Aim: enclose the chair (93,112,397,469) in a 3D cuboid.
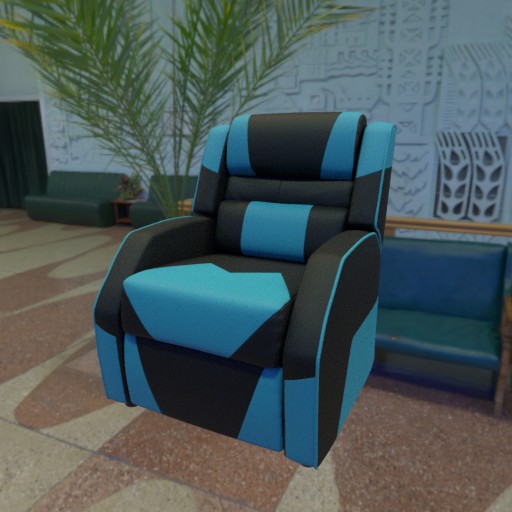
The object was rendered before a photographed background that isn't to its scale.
[{"bbox_3d":[0.000,0.000,1.256,0.620,0.805,0.672,7,16,26],"label":"chair"}]
